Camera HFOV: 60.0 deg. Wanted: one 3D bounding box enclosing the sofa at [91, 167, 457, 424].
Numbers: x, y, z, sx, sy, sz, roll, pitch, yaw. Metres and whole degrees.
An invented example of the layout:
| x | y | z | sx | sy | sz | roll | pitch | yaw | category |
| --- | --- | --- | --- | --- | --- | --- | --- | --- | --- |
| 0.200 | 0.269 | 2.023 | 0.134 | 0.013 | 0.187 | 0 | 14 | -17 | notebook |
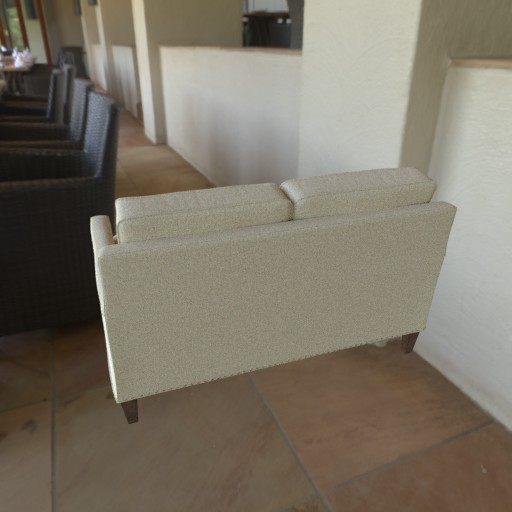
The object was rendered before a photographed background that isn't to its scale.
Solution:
| x | y | z | sx | sy | sz | roll | pitch | yaw | category |
| --- | --- | --- | --- | --- | --- | --- | --- | --- | --- |
| 0.000 | 0.000 | 2.304 | 1.597 | 1.003 | 1.084 | -9 | 27 | -18 | sofa |
